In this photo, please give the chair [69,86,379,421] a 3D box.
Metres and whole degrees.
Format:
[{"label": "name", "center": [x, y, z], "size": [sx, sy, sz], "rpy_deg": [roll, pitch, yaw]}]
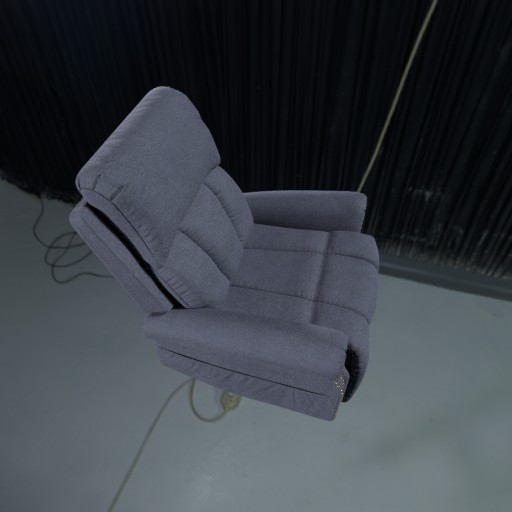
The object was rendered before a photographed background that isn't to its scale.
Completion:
[{"label": "chair", "center": [0.000, 0.000, 1.718], "size": [0.979, 1.031, 0.871], "rpy_deg": [11, 48, 10]}]
